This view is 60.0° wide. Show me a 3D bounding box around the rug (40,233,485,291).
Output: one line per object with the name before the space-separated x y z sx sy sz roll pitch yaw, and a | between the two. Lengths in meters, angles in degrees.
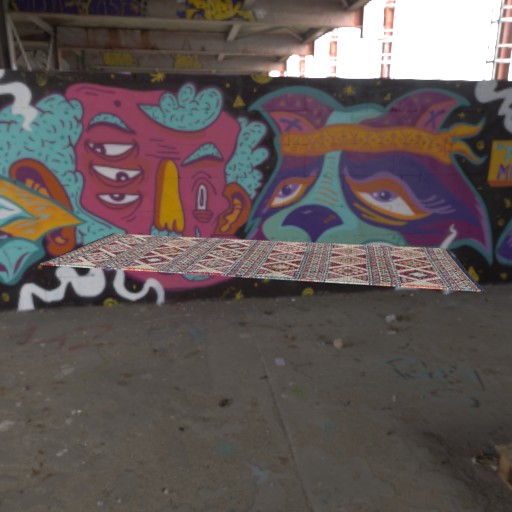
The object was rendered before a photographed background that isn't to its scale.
rug | 0.000 0.000 2.694 2.362 0.008 0.832 3 15 11
